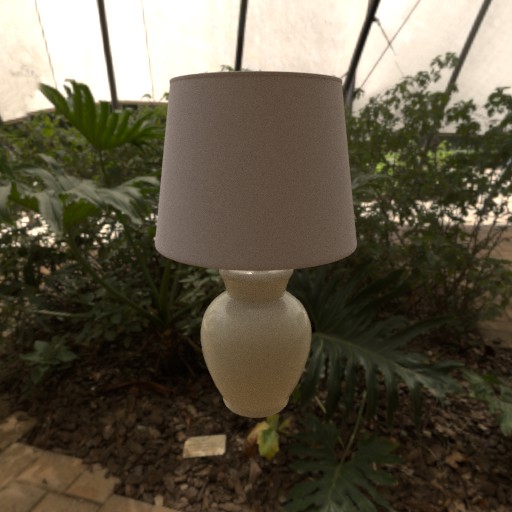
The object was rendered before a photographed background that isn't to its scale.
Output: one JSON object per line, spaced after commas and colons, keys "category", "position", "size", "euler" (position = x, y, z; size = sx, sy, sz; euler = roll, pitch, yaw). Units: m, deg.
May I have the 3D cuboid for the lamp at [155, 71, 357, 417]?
{"category": "lamp", "position": [0.000, 0.000, 0.543], "size": [0.239, 0.399, 0.239], "euler": [0, 16, 0]}
